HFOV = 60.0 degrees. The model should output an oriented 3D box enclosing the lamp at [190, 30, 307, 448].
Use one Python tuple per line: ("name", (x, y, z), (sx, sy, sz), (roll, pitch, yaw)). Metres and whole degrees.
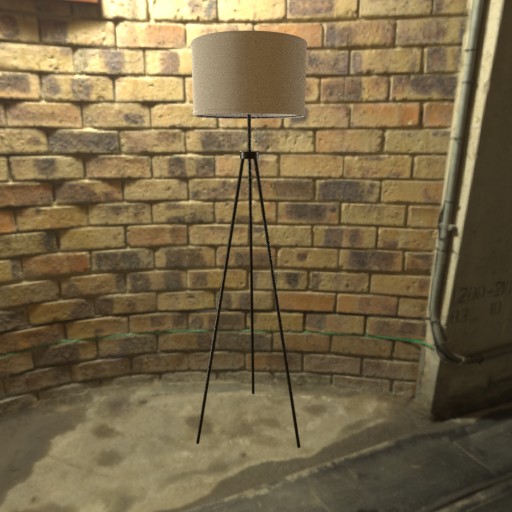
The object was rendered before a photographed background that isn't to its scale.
("lamp", (0.000, 0.000, 1.757), (0.458, 1.545, 0.448), (8, 17, 27))
